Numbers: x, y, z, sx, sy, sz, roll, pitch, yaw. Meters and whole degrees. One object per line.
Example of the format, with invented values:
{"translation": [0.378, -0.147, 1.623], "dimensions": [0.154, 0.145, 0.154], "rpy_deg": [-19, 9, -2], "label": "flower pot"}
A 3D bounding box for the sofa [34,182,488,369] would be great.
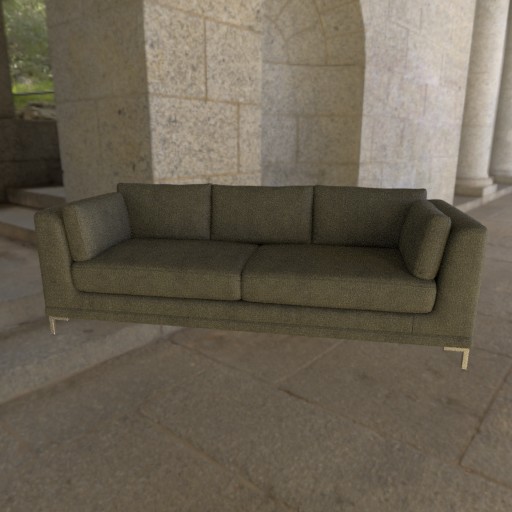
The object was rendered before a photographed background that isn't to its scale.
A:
{"translation": [0.000, 0.000, 2.823], "dimensions": [2.415, 0.867, 0.969], "rpy_deg": [3, 15, 10], "label": "sofa"}
